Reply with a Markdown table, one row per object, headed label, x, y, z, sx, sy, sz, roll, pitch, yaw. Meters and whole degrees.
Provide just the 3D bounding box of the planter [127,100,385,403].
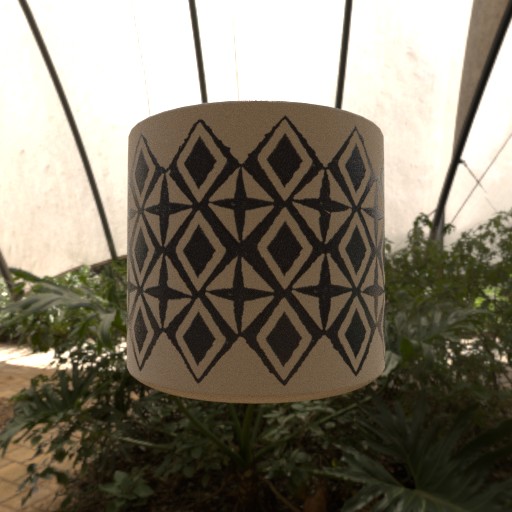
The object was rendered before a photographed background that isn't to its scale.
| label | x | y | z | sx | sy | sz | roll | pitch | yaw |
| --- | --- | --- | --- | --- | --- | --- | --- | --- | --- |
| planter | 0.000 | 0.000 | 0.401 | 0.224 | 0.203 | 0.224 | 0 | -1 | 0 |
